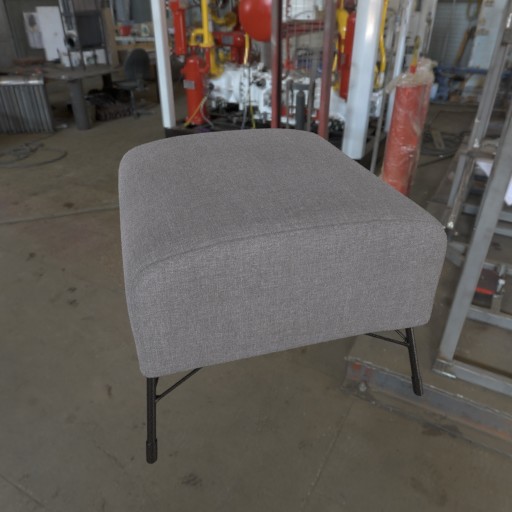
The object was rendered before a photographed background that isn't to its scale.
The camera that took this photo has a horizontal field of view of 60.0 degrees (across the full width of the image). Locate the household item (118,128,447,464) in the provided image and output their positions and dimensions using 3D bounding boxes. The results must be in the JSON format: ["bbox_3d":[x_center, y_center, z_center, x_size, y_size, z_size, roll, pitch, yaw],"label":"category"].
[{"bbox_3d":[0.000,0.000,0.906,0.530,0.410,0.530,-9,32,-14],"label":"household item"}]
